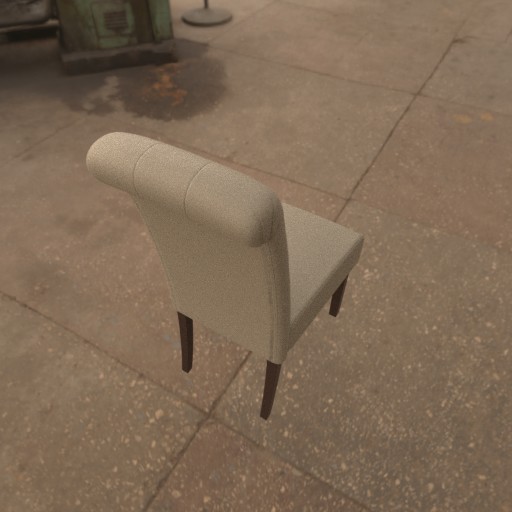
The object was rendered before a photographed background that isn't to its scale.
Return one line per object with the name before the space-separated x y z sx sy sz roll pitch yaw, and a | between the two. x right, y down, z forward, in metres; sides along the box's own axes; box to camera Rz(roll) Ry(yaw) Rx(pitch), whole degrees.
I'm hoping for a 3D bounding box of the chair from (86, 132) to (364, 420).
chair | 0.000 0.000 1.331 0.456 1.006 0.671 24 51 21
